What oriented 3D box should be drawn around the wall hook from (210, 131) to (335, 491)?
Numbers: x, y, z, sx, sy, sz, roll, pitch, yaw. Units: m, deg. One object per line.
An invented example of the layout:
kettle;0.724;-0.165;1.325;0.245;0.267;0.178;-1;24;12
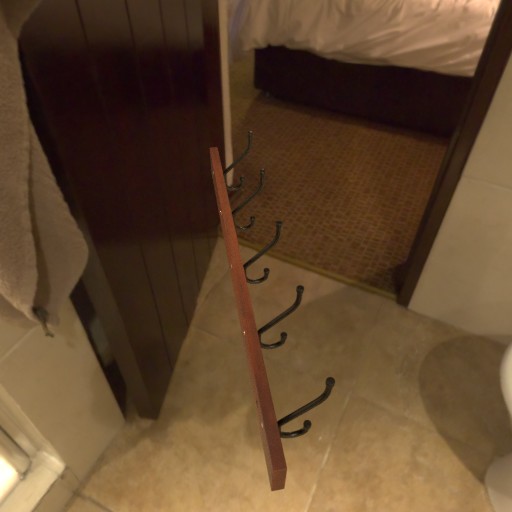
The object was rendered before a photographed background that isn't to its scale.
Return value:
wall hook;0.000;0.000;0.622;0.071;0.117;0.571;-7;46;-7
